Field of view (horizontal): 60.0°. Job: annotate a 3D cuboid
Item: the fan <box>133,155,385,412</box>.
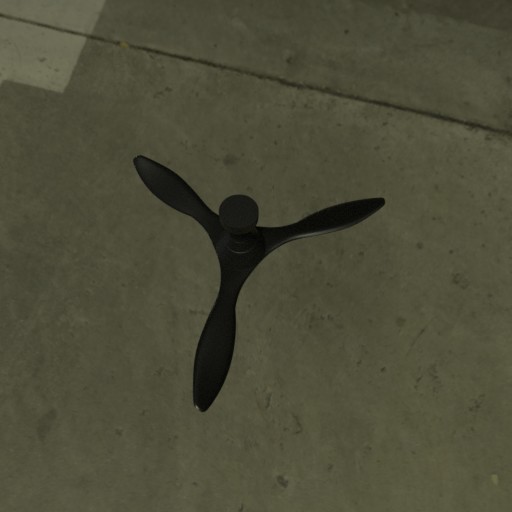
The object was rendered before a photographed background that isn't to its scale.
[{"bbox_3d":[0.000,0.000,1.625,1.067,0.305,1.067,0,63,0],"label":"fan"}]
